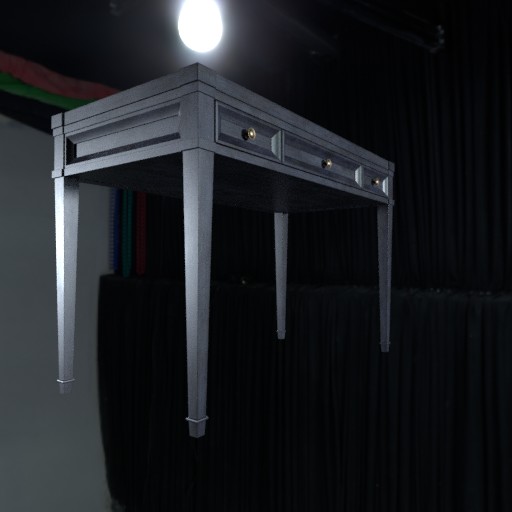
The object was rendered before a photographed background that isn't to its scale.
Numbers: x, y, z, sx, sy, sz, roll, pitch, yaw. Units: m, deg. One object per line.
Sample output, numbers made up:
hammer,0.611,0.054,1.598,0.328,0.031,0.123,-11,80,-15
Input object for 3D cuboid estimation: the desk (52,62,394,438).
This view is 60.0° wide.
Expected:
desk,0.000,0.000,1.704,0.630,0.861,1.289,-1,-1,37
